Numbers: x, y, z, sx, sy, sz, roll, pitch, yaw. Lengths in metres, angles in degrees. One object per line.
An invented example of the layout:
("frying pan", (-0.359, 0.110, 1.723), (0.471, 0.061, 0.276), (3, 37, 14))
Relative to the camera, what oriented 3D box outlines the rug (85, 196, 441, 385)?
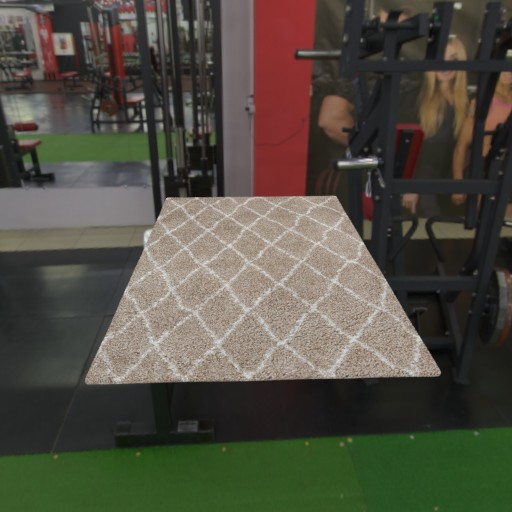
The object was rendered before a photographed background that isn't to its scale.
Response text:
("rug", (0.000, 0.000, 3.422), (1.778, 0.030, 2.743), (-1, 26, -2))
